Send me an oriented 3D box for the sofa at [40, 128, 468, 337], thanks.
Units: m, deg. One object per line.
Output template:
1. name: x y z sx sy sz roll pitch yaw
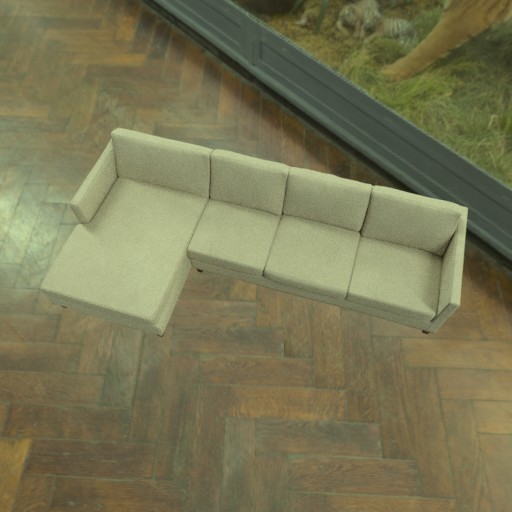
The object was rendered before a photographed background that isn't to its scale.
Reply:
1. sofa: 0.000 0.000 3.705 3.186 0.846 1.625 15 61 8
